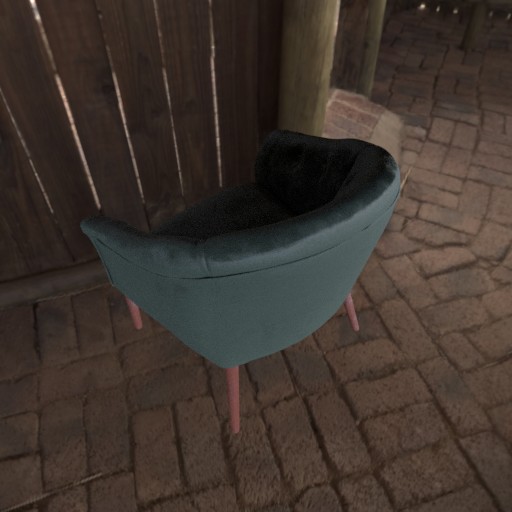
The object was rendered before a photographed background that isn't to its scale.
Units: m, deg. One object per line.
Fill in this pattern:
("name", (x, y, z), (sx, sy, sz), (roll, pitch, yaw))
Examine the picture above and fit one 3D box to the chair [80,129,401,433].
("chair", (0.000, 0.000, 1.492), (0.851, 0.885, 0.776), (-32, 54, -27))
